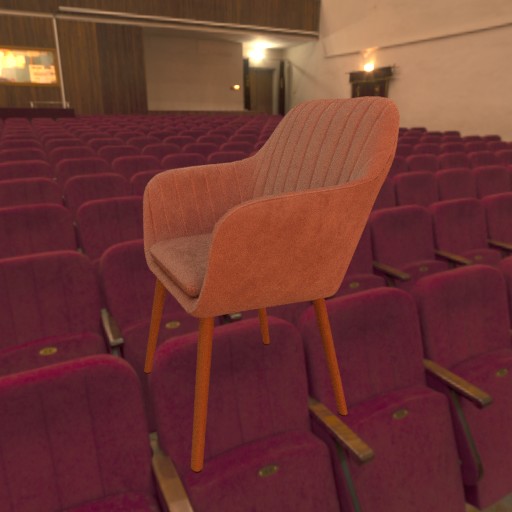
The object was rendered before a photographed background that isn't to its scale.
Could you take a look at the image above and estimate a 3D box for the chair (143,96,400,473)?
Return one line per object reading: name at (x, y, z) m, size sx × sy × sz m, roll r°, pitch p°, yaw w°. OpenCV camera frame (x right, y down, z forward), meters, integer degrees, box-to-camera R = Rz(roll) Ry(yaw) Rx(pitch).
chair at (0.000, 0.000, 1.222) m, size 0.570 × 0.832 × 0.610 m, roll -9°, pitch 19°, yaw -26°
